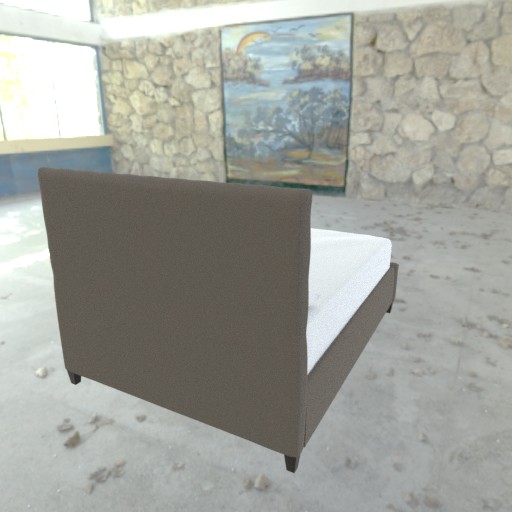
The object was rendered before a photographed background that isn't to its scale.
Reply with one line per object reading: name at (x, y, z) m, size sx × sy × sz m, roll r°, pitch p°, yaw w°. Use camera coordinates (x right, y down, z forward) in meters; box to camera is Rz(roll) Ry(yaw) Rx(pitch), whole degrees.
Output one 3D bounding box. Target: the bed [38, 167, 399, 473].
bed at (0.000, 0.000, 3.288) m, size 1.696 × 1.426 × 2.233 m, roll 9°, pitch 20°, yaw 27°
